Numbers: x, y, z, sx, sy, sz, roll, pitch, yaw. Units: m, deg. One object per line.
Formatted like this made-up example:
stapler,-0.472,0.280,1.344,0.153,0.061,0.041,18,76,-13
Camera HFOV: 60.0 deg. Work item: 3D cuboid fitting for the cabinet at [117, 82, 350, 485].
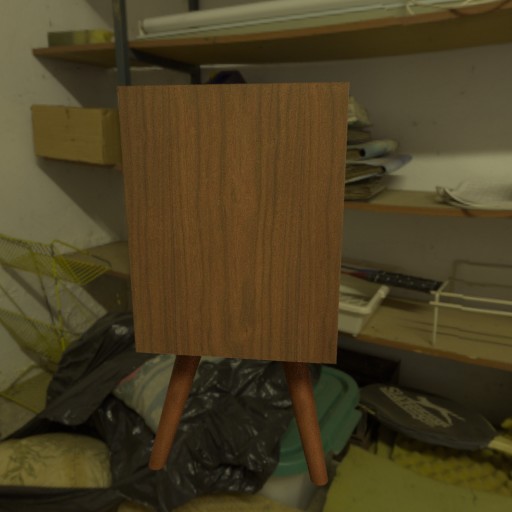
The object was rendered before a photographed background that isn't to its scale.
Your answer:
cabinet,0.000,0.000,1.150,0.388,0.748,0.712,2,14,7
